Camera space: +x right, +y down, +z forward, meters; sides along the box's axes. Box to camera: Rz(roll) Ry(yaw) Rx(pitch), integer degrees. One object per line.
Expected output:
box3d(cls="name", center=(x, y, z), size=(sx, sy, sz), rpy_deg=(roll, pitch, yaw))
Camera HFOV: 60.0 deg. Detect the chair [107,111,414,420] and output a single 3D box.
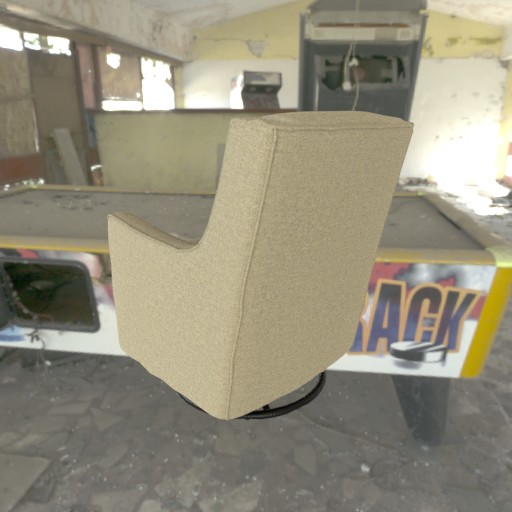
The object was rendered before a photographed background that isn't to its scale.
box3d(cls="chair", center=(0.000, 0.000, 1.606), size=(0.732, 0.993, 0.879), rpy_deg=(-16, 24, -42))
